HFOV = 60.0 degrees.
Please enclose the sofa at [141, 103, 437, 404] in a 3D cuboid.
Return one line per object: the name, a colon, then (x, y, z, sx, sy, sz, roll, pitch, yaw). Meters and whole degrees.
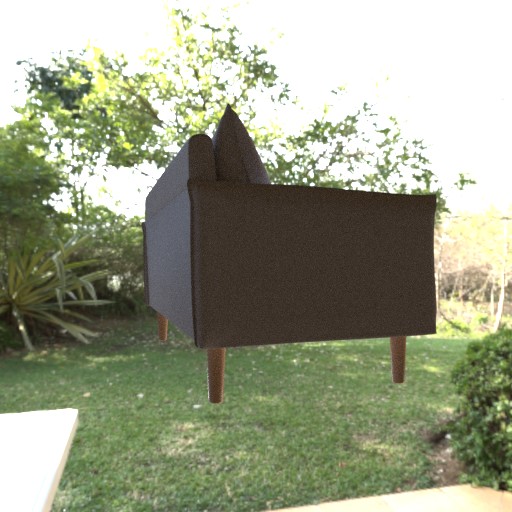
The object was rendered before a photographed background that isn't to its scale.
sofa: (0.000, 0.000, 1.850, 0.820, 0.840, 1.300, 0, -1, -20)
